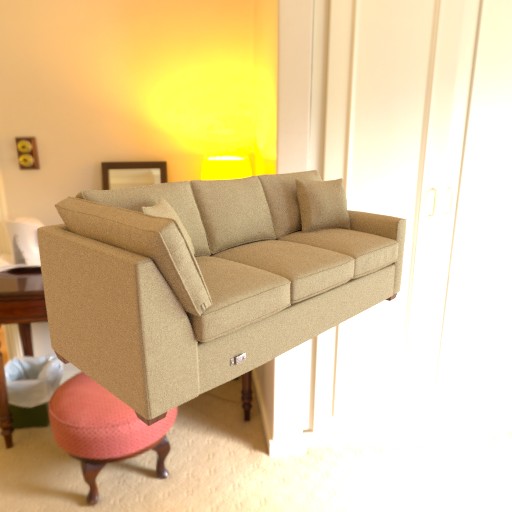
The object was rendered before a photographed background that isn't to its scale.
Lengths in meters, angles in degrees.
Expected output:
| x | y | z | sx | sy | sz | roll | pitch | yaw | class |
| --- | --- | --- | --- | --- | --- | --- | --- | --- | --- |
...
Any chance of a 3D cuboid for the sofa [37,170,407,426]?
| x | y | z | sx | sy | sz | roll | pitch | yaw | class |
| --- | --- | --- | --- | --- | --- | --- | --- | --- | --- |
| 0.000 | 0.000 | 2.881 | 1.061 | 0.962 | 2.317 | 14 | 21 | 42 | sofa |
